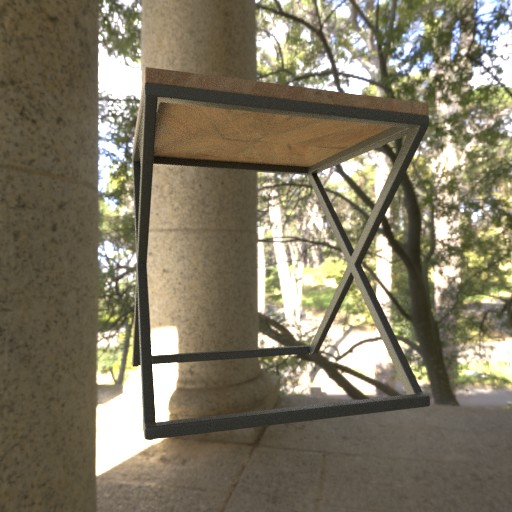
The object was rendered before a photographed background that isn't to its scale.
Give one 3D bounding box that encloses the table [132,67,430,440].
[{"bbox_3d":[0.000,0.000,0.956,0.499,0.550,0.498,0,-1,-18],"label":"table"}]
